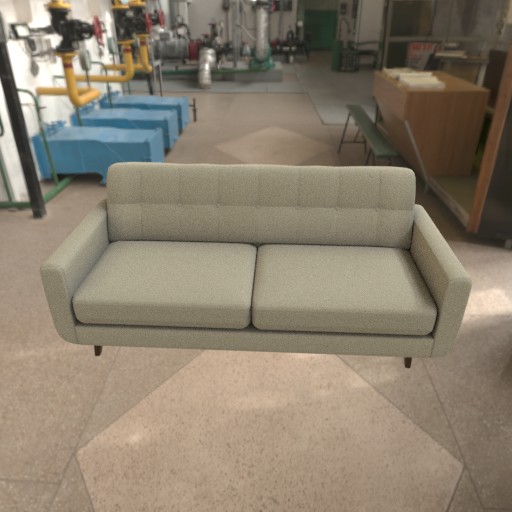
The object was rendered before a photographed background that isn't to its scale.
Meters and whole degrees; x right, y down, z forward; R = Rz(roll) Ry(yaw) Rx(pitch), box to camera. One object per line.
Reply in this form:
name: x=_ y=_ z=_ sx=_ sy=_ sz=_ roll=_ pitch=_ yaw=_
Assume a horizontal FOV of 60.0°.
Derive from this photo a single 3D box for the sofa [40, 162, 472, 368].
sofa: x=0.000 y=0.000 z=2.649 sx=2.137 sy=0.892 sz=0.980 roll=2 pitch=30 yaw=3
